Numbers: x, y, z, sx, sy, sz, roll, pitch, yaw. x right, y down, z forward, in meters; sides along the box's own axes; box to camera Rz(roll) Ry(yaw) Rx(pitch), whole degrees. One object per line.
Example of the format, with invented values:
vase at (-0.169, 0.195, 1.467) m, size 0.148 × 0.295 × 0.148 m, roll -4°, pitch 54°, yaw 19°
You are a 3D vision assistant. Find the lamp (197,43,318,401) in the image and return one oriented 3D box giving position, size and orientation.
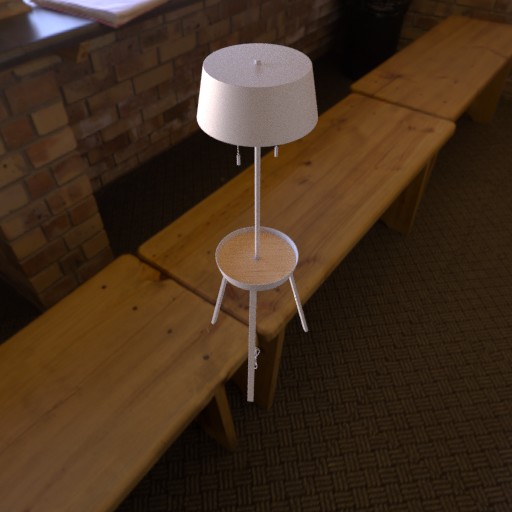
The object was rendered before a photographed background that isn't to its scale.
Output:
lamp at (0.000, 0.000, 1.691) m, size 0.508 × 1.429 × 0.468 m, roll 4°, pitch 45°, yaw 4°
